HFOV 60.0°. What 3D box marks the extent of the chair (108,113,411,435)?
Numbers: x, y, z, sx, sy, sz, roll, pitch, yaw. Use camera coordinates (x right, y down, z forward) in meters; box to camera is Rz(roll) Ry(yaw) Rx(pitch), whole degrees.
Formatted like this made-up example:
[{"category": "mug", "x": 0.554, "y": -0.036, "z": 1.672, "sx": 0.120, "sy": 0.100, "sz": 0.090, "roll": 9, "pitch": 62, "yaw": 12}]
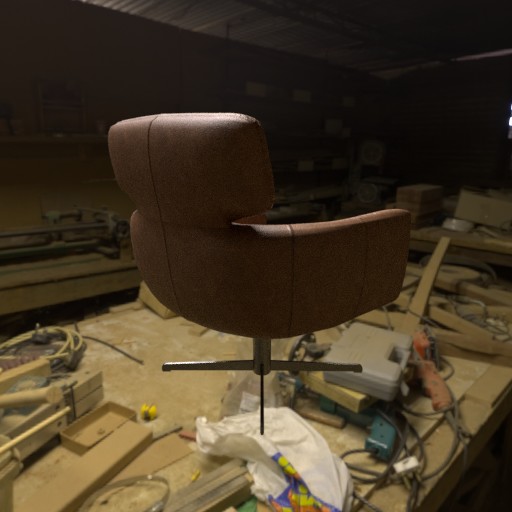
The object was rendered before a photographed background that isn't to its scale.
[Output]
[{"category": "chair", "x": 0.000, "y": 0.000, "z": 1.371, "sx": 0.715, "sy": 0.812, "sz": 0.706, "roll": -14, "pitch": 20, "yaw": -43}]
